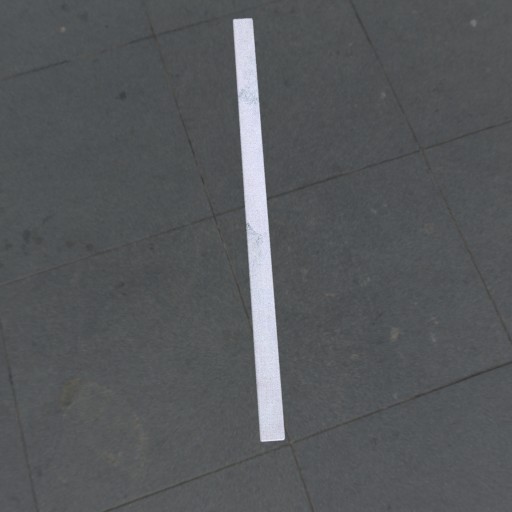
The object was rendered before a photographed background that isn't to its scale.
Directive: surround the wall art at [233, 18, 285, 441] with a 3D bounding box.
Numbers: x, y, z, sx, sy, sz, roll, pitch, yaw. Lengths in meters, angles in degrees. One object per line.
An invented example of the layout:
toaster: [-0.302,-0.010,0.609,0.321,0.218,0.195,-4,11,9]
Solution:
wall art: [0.000,0.000,1.136,0.038,0.762,0.762,-4,77,-1]
